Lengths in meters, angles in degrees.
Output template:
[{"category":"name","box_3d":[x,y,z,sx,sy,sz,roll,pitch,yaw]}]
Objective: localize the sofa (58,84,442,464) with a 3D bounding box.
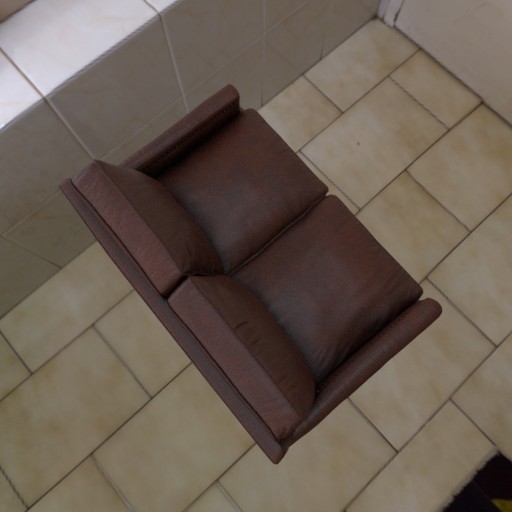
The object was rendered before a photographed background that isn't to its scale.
[{"category":"sofa","box_3d":[0.000,0.000,2.248,1.083,1.003,1.628,-39,79,-9]}]
